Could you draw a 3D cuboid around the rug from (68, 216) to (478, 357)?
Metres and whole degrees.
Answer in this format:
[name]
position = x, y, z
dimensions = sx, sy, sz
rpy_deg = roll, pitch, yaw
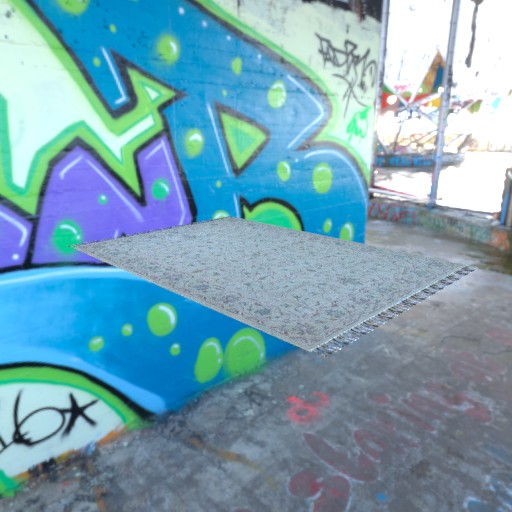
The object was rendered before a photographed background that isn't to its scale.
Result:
[rug]
position = 0.000, 0.000, 2.323
dimensions = 1.247, 0.008, 1.802
rpy_deg = -16, 22, -43
